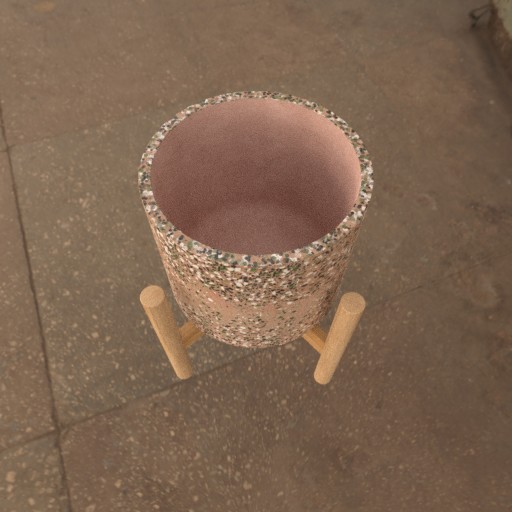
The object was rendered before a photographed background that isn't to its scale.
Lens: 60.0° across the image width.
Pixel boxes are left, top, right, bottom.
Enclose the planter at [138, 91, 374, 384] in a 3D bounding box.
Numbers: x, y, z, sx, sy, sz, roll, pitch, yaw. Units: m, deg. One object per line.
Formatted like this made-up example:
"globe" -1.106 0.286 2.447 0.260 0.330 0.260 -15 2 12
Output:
"planter" 0.000 0.000 0.557 0.284 0.320 0.284 -17 59 -11
